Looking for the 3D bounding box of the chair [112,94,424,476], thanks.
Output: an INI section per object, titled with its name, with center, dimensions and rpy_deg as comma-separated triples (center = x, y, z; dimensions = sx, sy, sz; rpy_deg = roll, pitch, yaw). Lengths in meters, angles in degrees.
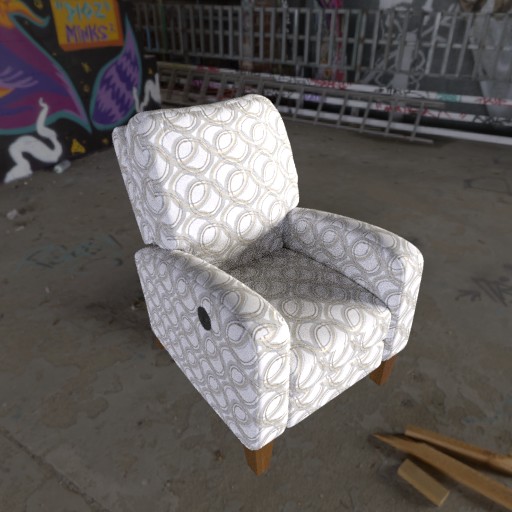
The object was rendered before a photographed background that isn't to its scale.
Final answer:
[chair]
center = 0.000, 0.000, 1.742
dimensions = 0.796, 1.065, 0.995
rpy_deg = -22, 37, -32
